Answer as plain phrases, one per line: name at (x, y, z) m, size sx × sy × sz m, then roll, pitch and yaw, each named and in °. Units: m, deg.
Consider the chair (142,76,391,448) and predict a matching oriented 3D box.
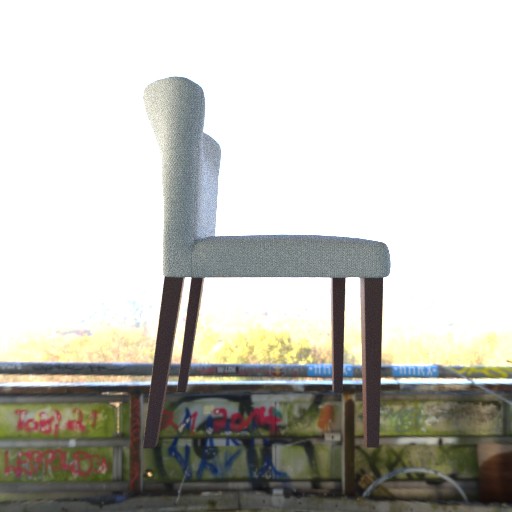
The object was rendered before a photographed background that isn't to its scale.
chair at (0.000, 0.000, 1.185) m, size 0.589 × 0.839 × 0.491 m, roll 0°, pitch -1°, yaw 0°
